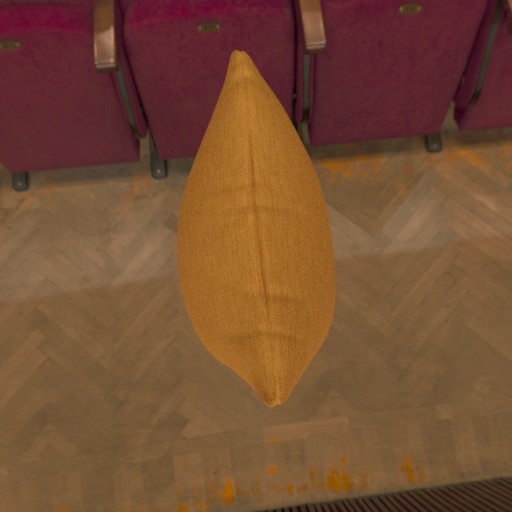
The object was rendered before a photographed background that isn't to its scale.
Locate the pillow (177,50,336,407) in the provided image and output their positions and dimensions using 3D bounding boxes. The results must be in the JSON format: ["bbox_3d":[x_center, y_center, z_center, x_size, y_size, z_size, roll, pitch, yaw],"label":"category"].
[{"bbox_3d":[0.000,0.000,0.696,0.247,0.417,0.435,-5,75,-1],"label":"pillow"}]
